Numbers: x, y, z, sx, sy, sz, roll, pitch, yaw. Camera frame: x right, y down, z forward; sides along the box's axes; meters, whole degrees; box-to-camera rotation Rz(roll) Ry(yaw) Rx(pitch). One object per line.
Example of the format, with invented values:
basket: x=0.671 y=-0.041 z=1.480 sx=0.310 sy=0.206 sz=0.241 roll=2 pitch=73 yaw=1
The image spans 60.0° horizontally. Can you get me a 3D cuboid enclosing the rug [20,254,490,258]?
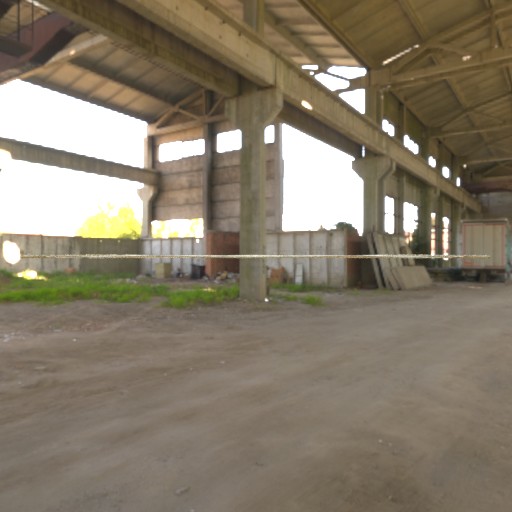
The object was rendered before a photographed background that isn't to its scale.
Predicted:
rug: x=0.000 y=0.000 z=3.024 sx=2.431 sy=0.025 sz=1.530 roll=0 pitch=0 yaw=1
